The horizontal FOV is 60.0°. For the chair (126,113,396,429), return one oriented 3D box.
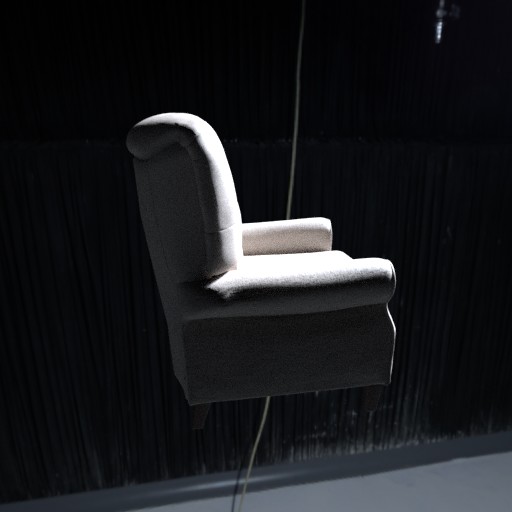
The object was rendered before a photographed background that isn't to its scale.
[{"bbox_3d":[0.000,0.000,1.970,1.025,1.209,0.942,-3,18,-9],"label":"chair"}]
